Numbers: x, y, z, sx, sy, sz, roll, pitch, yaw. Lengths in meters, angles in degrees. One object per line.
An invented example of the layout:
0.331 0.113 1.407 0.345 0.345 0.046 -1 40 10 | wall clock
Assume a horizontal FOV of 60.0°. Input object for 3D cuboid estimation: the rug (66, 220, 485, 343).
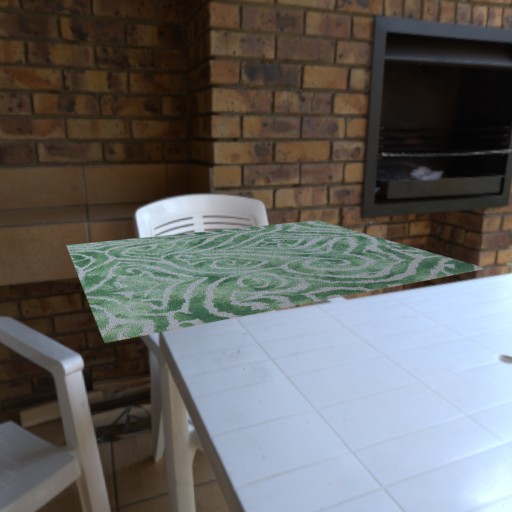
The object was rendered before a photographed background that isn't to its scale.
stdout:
0.000 0.000 4.073 3.045 0.007 2.436 -8 17 -26 | rug
